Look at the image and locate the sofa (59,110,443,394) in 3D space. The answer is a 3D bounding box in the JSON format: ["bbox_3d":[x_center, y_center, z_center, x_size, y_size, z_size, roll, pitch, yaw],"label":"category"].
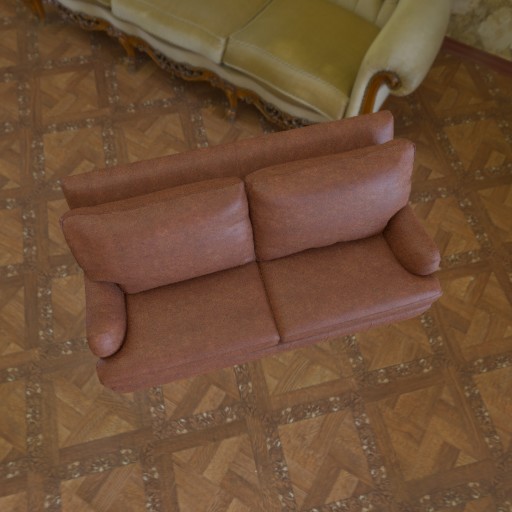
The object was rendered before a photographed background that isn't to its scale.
[{"bbox_3d":[0.000,0.000,2.828,2.144,1.071,1.147,-13,65,-6],"label":"sofa"}]
